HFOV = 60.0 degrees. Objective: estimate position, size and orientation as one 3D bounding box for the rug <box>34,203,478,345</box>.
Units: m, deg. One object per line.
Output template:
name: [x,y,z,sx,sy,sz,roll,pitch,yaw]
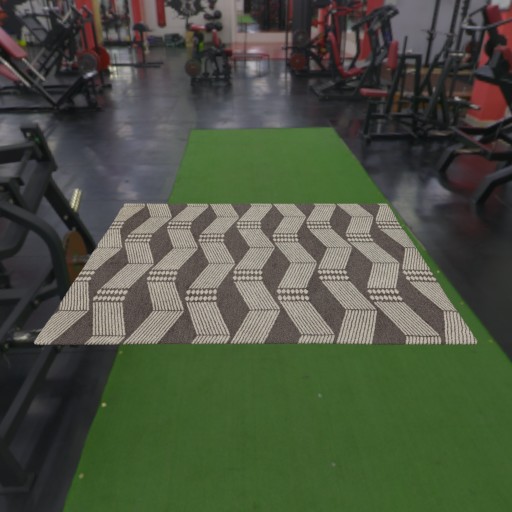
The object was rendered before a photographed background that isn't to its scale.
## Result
rug: [0.000,0.000,4.082,3.048,0.016,2.438,0,30,0]
